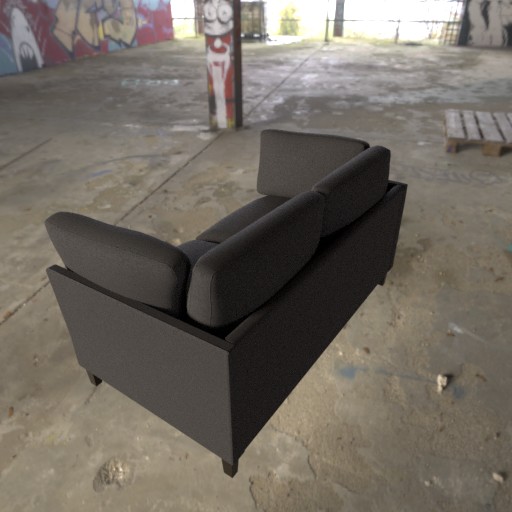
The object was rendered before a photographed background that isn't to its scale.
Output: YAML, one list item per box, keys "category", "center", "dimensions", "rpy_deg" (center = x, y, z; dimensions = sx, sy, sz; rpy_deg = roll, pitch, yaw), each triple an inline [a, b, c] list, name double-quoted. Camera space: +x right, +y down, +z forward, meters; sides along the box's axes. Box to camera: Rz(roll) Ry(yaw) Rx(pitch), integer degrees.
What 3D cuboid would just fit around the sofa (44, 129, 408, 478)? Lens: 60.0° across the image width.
- category: "sofa"
  center: [0.000, 0.000, 2.316]
  dimensions: [0.969, 0.920, 1.751]
  rpy_deg: [20, 36, 29]
